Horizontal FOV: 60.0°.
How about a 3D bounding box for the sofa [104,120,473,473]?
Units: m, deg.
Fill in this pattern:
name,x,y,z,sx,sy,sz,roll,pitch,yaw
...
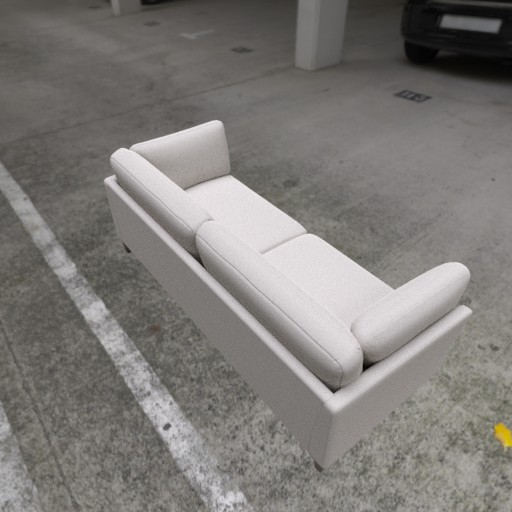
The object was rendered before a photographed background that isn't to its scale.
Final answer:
name,x,y,z,sx,sy,sz,roll,pitch,yaw
sofa,0.000,0.000,2.751,0.957,0.863,2.301,-27,48,-28
